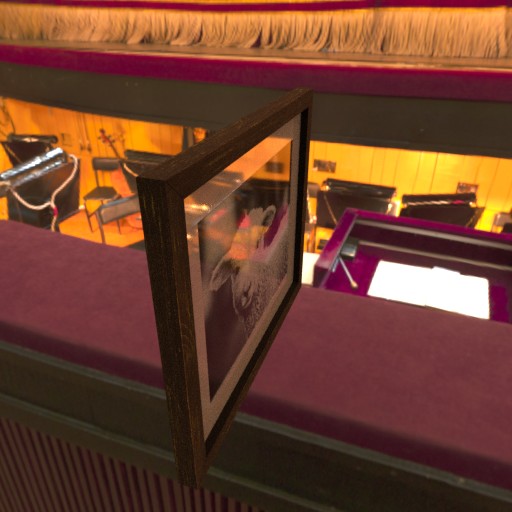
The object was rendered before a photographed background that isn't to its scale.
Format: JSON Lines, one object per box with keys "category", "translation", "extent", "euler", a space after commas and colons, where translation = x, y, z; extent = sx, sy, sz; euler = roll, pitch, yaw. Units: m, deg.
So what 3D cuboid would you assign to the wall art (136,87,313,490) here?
{"category": "wall art", "translation": [0.000, 0.000, 0.745], "extent": [0.032, 0.457, 0.558], "euler": [10, 31, 18]}
